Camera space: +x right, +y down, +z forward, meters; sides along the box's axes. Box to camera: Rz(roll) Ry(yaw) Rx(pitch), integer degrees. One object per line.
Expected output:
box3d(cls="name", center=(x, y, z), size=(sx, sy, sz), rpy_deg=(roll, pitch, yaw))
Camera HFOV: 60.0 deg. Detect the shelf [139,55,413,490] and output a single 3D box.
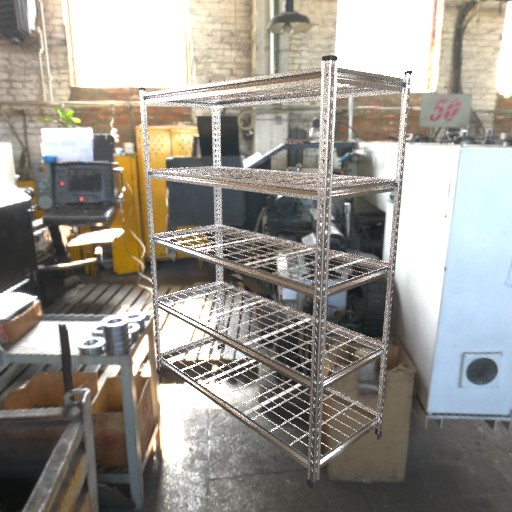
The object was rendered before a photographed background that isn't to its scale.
box3d(cls="shelf", center=(0.000, 0.000, 2.672), size=(0.610, 1.981, 1.524), rpy_deg=(-13, 20, -40))
